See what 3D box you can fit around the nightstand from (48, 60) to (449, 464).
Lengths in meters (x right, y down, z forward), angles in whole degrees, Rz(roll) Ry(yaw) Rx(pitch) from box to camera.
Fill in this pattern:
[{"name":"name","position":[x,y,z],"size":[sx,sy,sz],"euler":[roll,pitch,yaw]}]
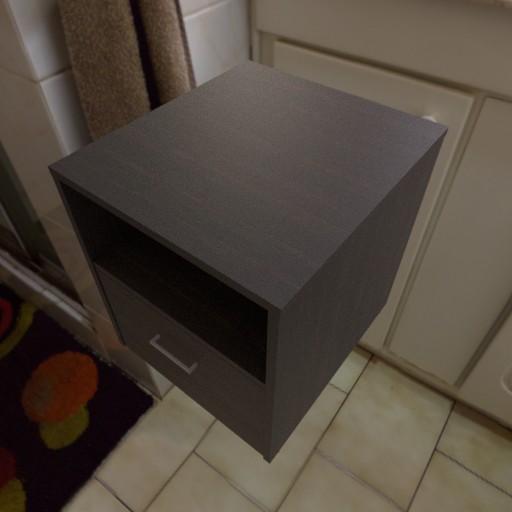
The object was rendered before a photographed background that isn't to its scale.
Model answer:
[{"name":"nightstand","position":[0.000,0.000,0.815],"size":[0.400,0.460,0.461],"euler":[30,53,25]}]
